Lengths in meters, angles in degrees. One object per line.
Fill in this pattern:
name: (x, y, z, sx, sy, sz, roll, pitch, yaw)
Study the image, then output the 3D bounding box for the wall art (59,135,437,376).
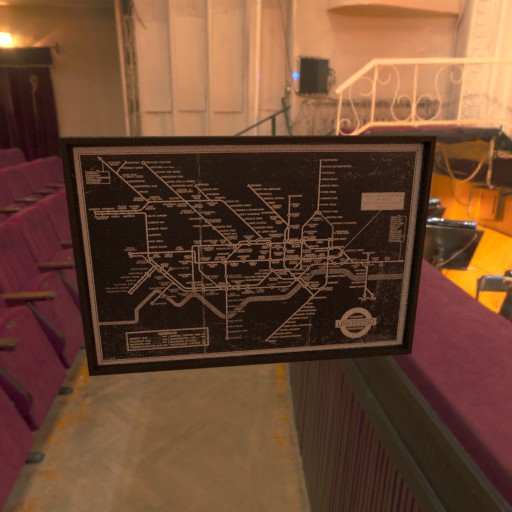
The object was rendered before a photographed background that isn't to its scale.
wall art: (0.000, 0.000, 0.872, 0.671, 0.456, 0.051, -2, 17, -7)
